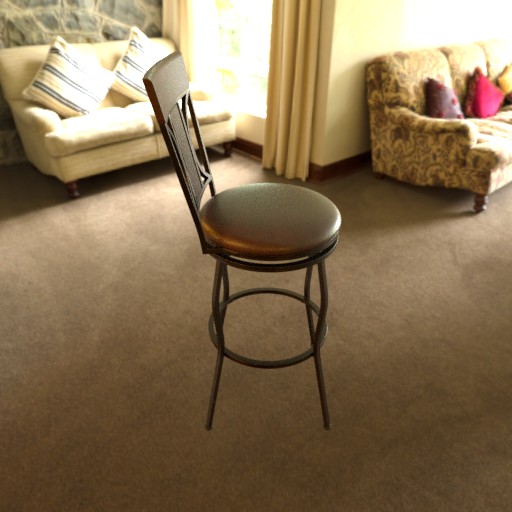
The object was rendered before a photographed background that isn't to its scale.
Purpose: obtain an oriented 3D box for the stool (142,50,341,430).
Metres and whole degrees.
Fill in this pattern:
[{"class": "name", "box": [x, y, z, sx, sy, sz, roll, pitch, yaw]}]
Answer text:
[{"class": "stool", "box": [0.000, 0.000, 1.397, 0.513, 1.130, 0.448, 0, 32, 0]}]
